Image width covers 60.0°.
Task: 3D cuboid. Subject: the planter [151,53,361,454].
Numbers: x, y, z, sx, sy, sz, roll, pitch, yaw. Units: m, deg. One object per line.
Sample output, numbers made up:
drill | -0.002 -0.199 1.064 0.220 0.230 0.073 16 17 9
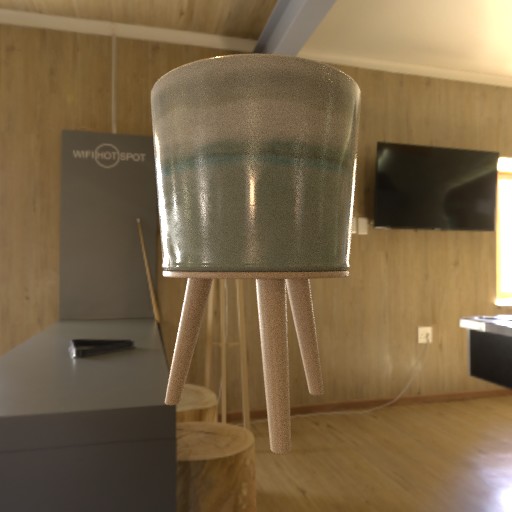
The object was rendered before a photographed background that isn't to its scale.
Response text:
planter | 0.000 0.000 0.570 0.265 0.404 0.265 0 -1 1
